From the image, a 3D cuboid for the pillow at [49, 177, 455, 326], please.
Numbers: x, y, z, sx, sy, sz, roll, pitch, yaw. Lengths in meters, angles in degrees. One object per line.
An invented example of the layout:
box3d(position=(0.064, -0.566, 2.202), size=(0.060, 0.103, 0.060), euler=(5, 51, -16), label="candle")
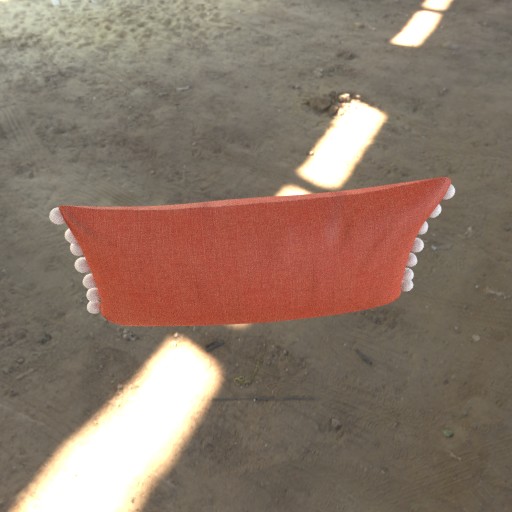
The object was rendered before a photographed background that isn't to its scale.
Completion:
box3d(position=(0.000, 0.000, 0.844), size=(0.709, 0.322, 0.201), euler=(-4, 47, -3), label="pillow")
